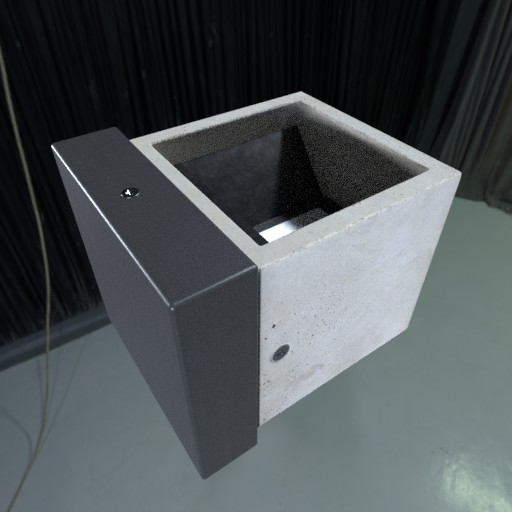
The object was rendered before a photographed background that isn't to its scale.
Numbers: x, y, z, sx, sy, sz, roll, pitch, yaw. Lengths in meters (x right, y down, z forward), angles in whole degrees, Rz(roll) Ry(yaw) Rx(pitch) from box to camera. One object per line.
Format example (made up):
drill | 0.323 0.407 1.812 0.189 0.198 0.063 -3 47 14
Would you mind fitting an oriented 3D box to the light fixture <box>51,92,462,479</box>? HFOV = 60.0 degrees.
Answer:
light fixture | 0.000 0.000 0.233 0.143 0.121 0.121 -25 47 -25
